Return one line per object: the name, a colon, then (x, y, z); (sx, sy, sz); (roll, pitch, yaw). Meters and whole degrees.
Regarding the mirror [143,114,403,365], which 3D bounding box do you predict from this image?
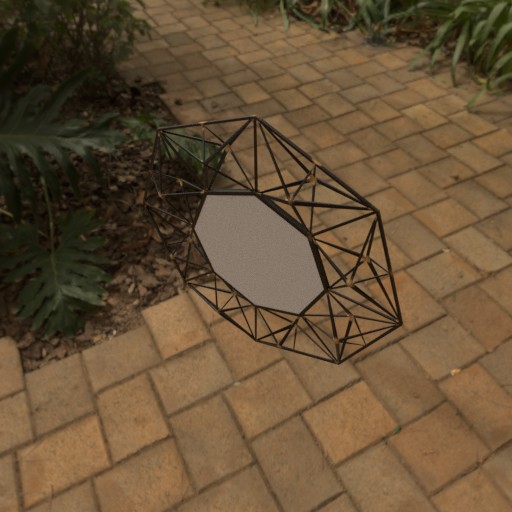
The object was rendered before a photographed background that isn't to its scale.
mirror: (0.000, 0.000, 1.034); (0.710, 0.710, 0.094); (25, 51, 22)
